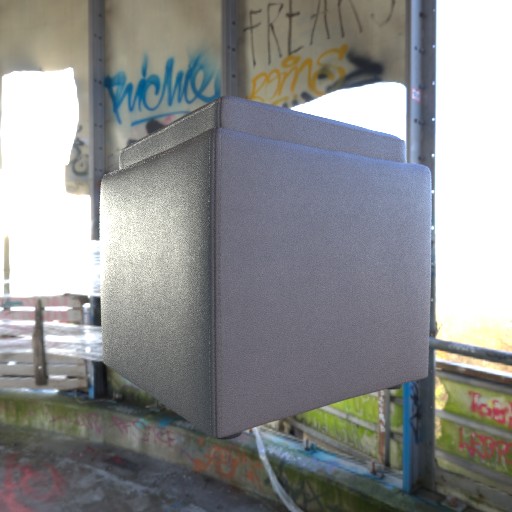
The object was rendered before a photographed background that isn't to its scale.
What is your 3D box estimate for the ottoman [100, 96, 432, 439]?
[{"bbox_3d":[0.000,0.000,0.819,0.451,0.460,0.450,-1,1,-36],"label":"ottoman"}]
